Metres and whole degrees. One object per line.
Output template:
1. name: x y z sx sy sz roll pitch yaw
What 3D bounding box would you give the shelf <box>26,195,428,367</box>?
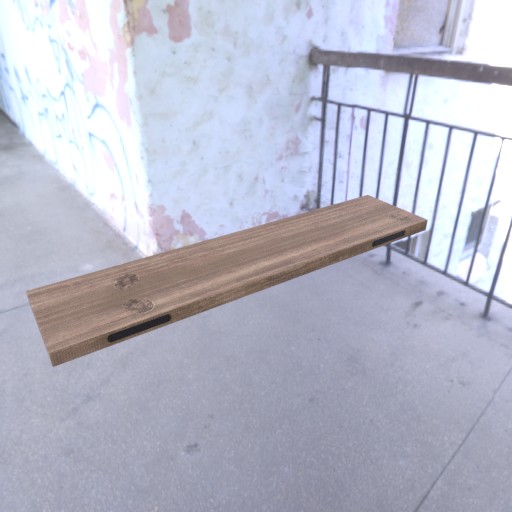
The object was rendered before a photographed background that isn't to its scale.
1. shelf: 0.000 0.000 0.664 0.610 0.020 0.140 -18 34 -29
